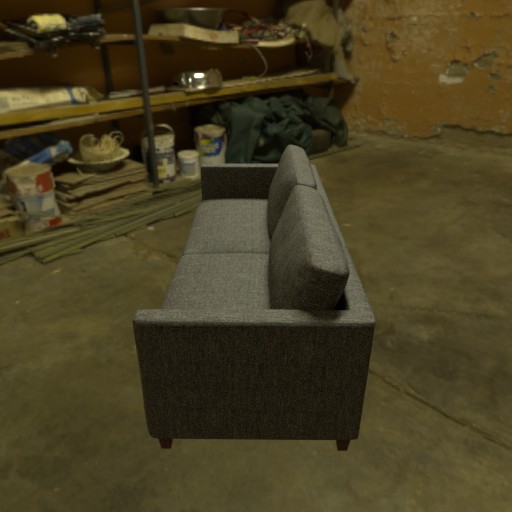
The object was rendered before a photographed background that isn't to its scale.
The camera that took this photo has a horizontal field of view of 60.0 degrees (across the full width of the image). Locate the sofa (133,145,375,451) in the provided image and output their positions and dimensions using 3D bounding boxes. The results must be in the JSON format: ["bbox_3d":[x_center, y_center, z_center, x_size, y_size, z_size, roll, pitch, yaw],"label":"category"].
[{"bbox_3d":[0.000,0.000,2.744,0.948,0.960,2.208,0,27,1],"label":"sofa"}]
